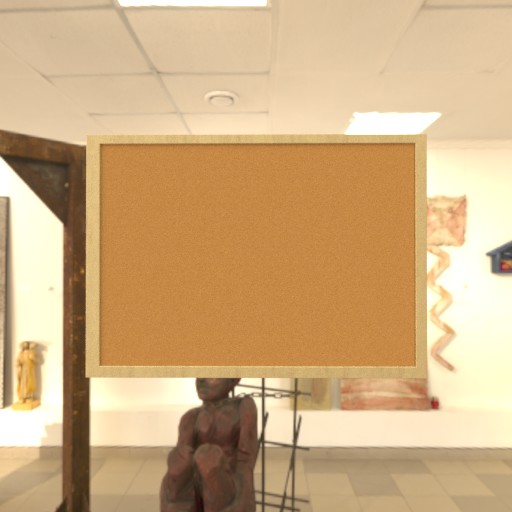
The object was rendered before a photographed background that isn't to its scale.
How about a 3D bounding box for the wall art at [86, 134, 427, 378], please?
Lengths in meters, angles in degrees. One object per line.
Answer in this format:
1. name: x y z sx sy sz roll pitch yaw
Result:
1. wall art: 0.000 0.000 0.707 0.532 0.380 0.032 0 0 1
